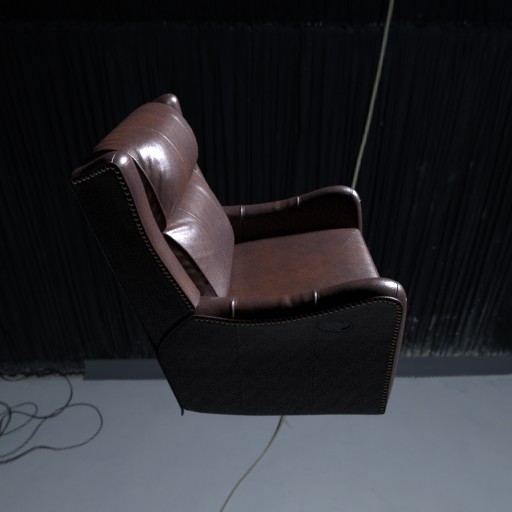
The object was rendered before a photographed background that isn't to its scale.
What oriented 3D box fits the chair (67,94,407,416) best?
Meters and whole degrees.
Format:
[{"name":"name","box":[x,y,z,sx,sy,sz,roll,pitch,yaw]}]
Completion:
[{"name":"chair","box":[0.000,0.000,1.762,1.008,1.084,0.869,0,31,0]}]
